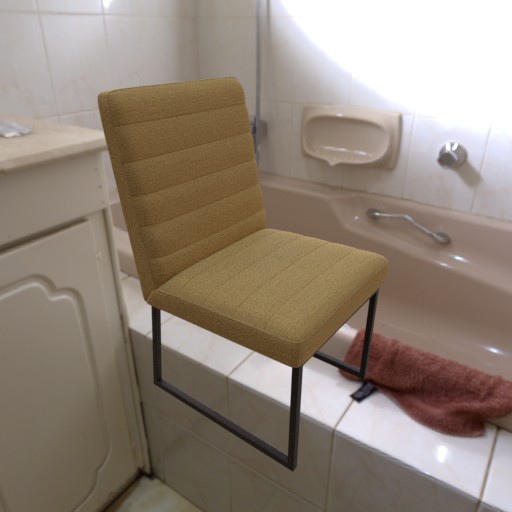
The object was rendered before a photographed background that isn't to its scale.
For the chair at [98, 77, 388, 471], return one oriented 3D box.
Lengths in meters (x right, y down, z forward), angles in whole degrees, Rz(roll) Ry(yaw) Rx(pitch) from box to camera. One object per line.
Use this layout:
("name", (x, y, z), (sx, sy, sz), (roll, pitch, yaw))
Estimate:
("chair", (0.000, 0.000, 1.305), (0.634, 0.930, 0.520), (19, 32, 33))
